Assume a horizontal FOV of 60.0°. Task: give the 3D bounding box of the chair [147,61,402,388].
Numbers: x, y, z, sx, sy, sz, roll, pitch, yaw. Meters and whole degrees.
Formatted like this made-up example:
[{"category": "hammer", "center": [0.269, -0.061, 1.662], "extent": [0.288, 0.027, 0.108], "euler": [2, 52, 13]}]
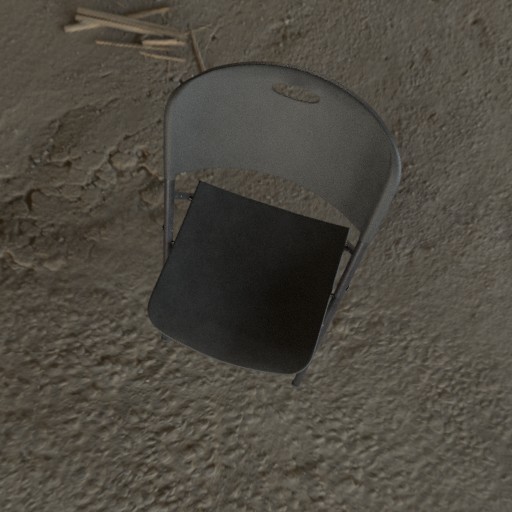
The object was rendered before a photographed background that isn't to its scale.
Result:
[{"category": "chair", "center": [0.000, 0.000, 1.161], "extent": [0.494, 0.810, 0.567], "euler": [18, 76, 5]}]
